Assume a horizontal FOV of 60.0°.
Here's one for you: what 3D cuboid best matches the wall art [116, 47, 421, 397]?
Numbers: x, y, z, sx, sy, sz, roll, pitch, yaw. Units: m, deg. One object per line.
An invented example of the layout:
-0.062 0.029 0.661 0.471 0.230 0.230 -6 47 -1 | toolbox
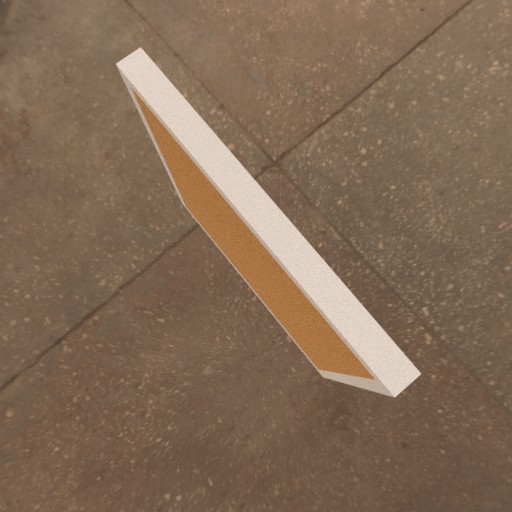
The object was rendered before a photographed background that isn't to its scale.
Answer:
0.000 0.000 0.755 0.038 0.508 0.507 -38 80 -8 | wall art
